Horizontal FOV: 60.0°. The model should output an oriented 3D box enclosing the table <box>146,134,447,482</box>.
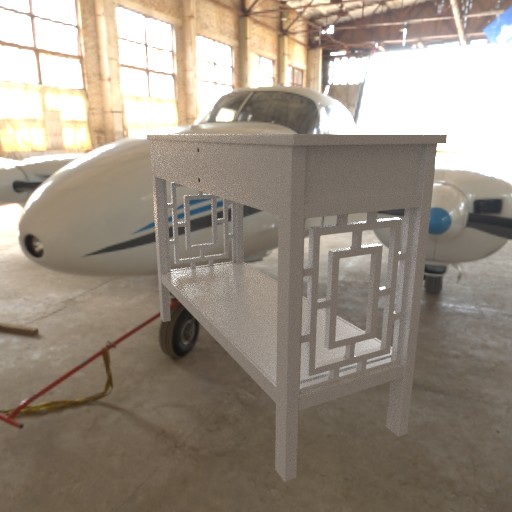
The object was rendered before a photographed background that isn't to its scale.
[{"bbox_3d":[0.000,0.000,1.421,0.397,0.753,1.068,-8,17,-26],"label":"table"}]
